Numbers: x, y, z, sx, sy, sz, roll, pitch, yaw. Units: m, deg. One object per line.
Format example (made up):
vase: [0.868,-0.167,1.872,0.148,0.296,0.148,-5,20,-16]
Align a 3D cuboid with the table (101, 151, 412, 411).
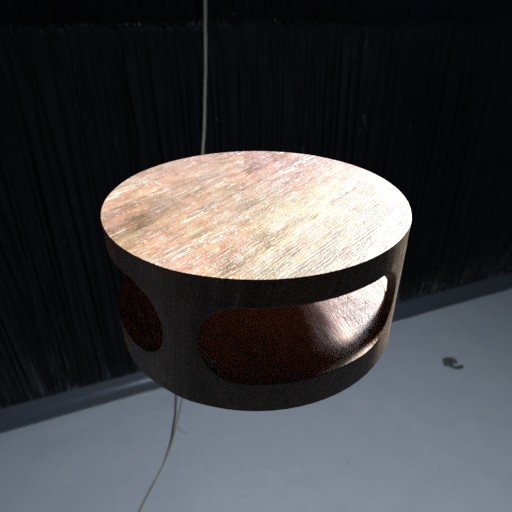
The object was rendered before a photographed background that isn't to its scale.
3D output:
table: [0.000,0.000,1.564,0.974,0.450,0.974,0,31,0]
